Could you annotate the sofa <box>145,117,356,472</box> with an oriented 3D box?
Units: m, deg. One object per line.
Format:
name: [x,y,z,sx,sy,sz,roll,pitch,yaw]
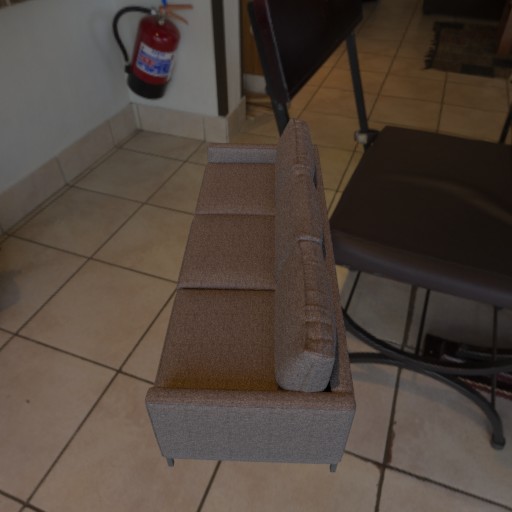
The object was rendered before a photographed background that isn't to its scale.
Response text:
sofa: [0.000,0.000,2.706,0.876,0.882,2.253,1,41,1]
